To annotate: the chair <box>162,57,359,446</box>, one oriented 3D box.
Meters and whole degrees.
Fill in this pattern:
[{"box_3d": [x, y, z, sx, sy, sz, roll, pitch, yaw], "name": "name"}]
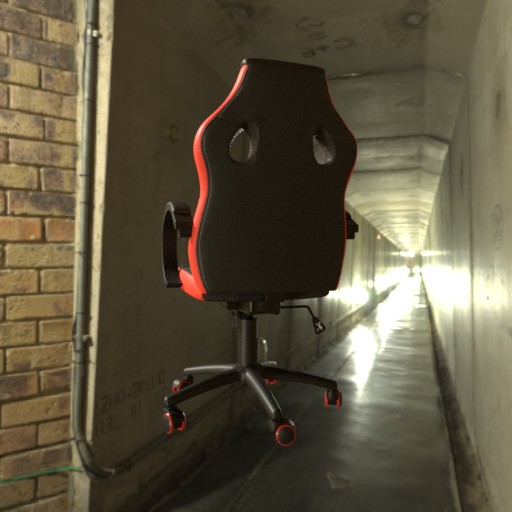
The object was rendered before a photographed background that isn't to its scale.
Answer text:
[{"box_3d": [0.000, 0.000, 1.423, 0.600, 1.016, 0.642, 0, 0, -17], "name": "chair"}]
